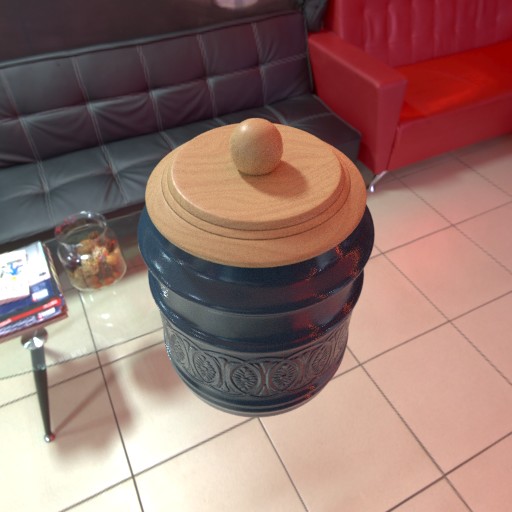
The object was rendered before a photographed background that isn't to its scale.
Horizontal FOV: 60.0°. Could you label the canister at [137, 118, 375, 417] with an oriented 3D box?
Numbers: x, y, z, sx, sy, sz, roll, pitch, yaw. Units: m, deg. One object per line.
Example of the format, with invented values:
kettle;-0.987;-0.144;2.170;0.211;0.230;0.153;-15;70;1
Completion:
canister;0.000;0.000;0.267;0.130;0.176;0.130;0;46;0
